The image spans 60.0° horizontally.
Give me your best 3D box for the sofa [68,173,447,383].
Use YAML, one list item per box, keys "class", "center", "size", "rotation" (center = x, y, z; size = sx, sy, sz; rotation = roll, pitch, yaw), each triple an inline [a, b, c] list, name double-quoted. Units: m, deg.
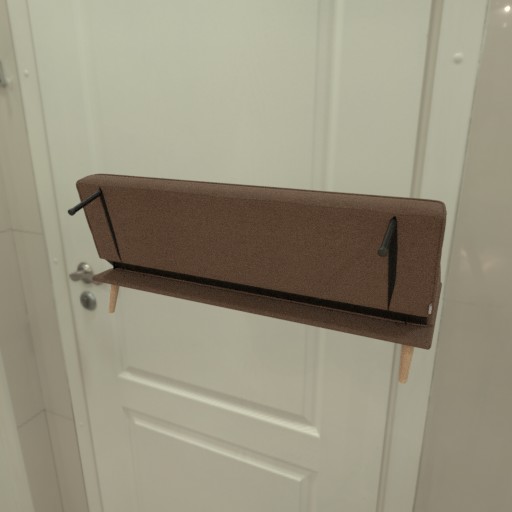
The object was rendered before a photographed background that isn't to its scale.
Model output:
- class: "sofa"
  center: [0.000, 0.000, 2.340]
  size: [1.820, 0.810, 1.038]
  rotation: [8, 20, 24]
